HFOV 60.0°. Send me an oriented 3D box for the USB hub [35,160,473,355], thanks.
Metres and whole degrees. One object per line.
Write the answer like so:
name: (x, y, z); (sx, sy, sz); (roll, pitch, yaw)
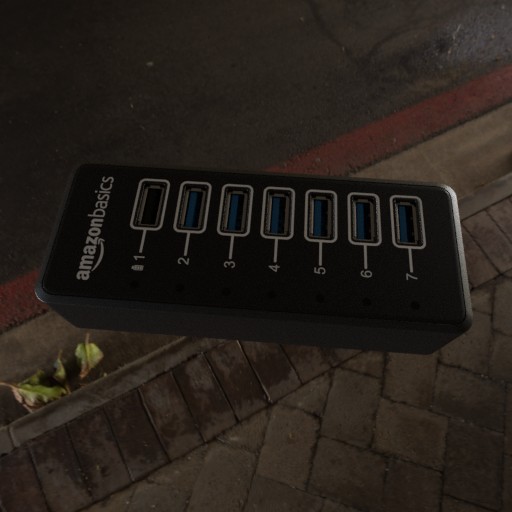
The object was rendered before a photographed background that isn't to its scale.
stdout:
USB hub: (0.000, 0.000, 0.128); (0.110, 0.023, 0.044); (4, 65, 2)
